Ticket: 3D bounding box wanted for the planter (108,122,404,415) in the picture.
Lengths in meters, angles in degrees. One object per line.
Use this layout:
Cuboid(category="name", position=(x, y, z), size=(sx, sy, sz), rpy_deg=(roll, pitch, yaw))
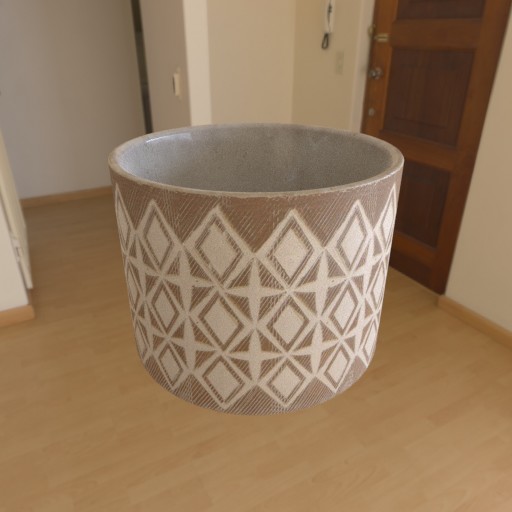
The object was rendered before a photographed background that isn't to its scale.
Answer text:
Cuboid(category="planter", position=(0.000, 0.000, 0.338), size=(0.193, 0.165, 0.193), rpy_deg=(0, 27, 0))
